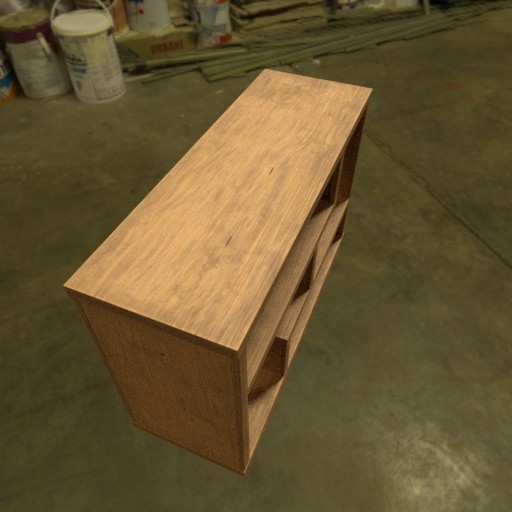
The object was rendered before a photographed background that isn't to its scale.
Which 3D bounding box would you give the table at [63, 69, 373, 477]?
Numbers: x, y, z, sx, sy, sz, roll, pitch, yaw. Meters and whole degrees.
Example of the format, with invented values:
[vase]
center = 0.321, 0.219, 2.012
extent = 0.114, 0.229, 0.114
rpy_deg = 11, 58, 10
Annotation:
[table]
center = 0.000, 0.000, 1.536
extent = 0.410, 0.771, 1.151
rpy_deg = 17, 49, 15
